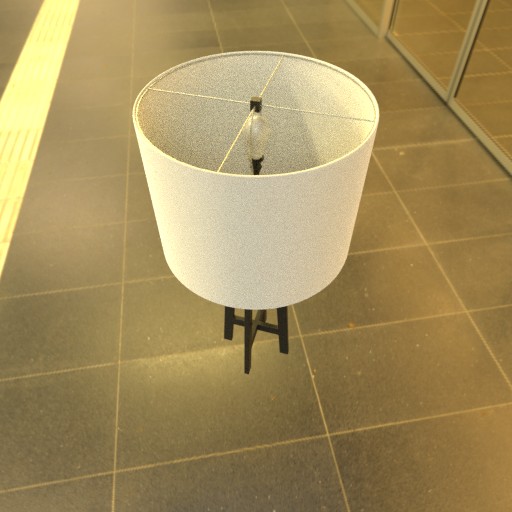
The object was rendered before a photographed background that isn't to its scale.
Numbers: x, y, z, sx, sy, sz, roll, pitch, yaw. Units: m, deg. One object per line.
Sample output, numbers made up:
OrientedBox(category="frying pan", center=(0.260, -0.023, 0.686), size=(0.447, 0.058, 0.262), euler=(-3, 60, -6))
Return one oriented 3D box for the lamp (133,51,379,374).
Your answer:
OrientedBox(category="lamp", center=(0.000, 0.000, 0.647), size=(0.257, 0.489, 0.257), euler=(-22, 51, -19))
